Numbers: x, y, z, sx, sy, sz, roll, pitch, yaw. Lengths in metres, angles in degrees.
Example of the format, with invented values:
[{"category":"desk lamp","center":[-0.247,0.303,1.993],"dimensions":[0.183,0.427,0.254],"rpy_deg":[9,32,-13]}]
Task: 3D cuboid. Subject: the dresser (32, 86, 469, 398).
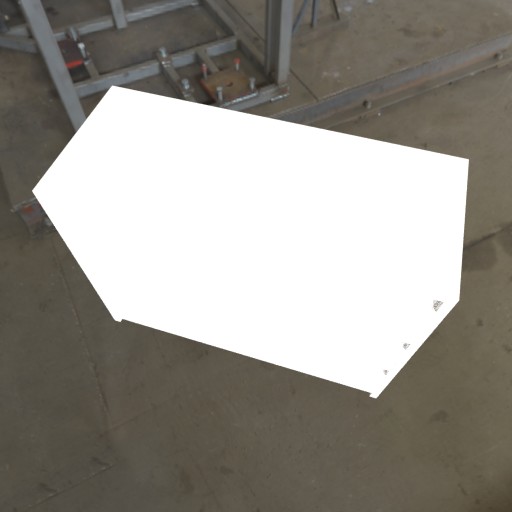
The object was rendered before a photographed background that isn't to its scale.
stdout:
[{"category":"dresser","center":[0.000,0.000,1.550],"dimensions":[1.100,0.820,0.460],"rpy_deg":[15,59,9]}]
